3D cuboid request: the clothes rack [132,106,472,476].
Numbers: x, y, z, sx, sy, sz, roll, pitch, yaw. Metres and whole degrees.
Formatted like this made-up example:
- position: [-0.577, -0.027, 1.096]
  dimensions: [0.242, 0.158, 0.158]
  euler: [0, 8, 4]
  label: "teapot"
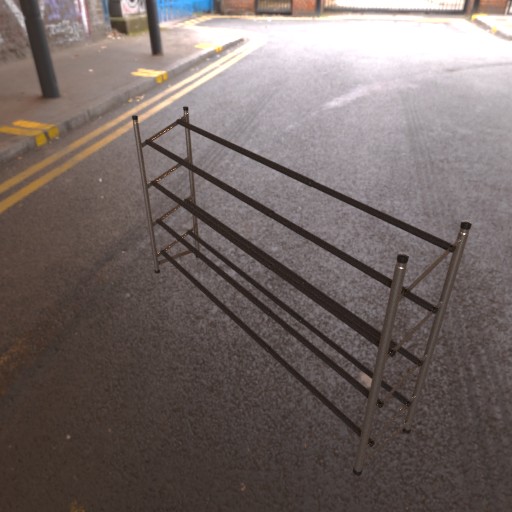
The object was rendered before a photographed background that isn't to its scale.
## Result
- position: [0.000, 0.000, 1.411]
  dimensions: [0.229, 0.672, 1.168]
  euler: [-22, 39, -31]
  label: "clothes rack"
